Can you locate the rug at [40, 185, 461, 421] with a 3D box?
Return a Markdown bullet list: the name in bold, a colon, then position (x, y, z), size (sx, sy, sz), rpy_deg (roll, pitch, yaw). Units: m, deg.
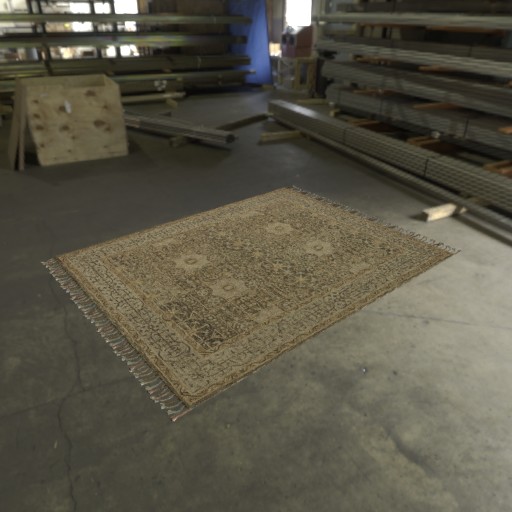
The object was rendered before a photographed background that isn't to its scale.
- **rug**: position (0.000, 0.000, 4.282), size (3.291, 0.017, 2.431), rpy_deg (-22, 36, -34)
